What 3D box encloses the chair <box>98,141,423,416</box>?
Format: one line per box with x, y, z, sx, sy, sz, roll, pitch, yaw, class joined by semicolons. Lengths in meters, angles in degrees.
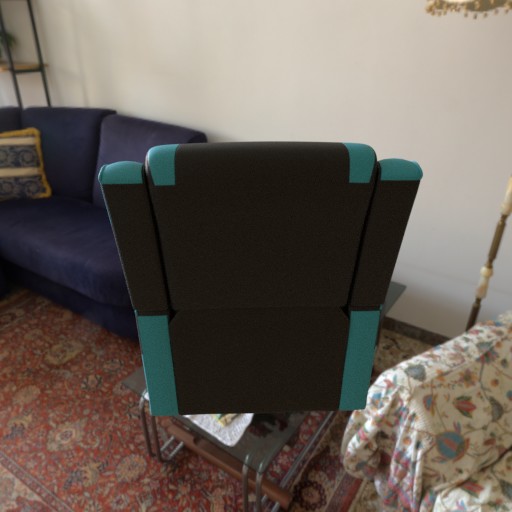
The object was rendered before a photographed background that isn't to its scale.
0.000;0.000;1.284;0.620;0.805;0.672;-1;29;-2;chair
